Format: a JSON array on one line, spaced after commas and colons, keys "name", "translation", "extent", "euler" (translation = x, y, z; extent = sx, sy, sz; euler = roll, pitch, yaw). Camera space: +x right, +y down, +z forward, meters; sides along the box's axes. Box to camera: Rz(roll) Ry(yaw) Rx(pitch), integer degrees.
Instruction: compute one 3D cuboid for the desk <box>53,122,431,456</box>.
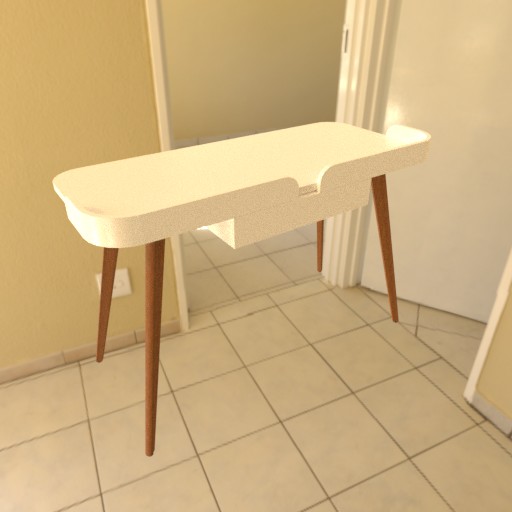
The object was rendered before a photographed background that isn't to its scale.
[{"name": "desk", "translation": [0.000, 0.000, 1.618], "extent": [1.206, 0.807, 0.534], "euler": [-19, 36, -29]}]
